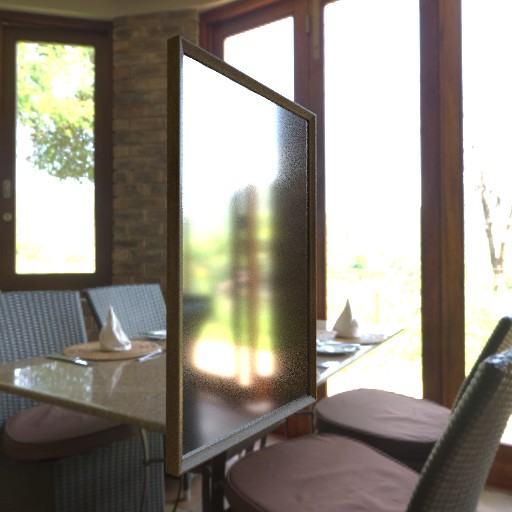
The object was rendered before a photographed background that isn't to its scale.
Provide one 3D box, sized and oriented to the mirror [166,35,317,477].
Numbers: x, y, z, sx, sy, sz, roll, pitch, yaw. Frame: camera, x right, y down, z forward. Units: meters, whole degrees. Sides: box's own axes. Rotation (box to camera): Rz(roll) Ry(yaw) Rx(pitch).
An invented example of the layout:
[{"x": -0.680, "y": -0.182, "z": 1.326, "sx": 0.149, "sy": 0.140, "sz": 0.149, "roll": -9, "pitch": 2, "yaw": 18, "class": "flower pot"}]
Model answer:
[{"x": 0.000, "y": 0.000, "z": 1.175, "sx": 0.041, "sy": 0.915, "sz": 0.609, "roll": -1, "pitch": -1, "yaw": 35, "class": "mirror"}]
